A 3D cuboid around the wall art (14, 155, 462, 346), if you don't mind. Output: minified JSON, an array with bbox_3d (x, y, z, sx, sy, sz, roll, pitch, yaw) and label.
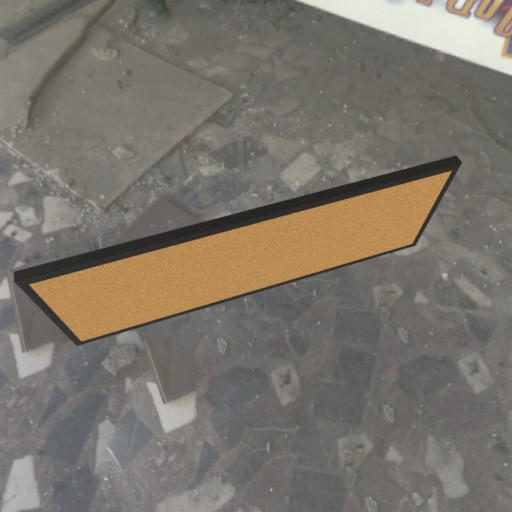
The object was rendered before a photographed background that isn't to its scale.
[{"bbox_3d":[0.000,0.000,1.732,1.572,0.554,0.041,-16,60,-10],"label":"wall art"}]
